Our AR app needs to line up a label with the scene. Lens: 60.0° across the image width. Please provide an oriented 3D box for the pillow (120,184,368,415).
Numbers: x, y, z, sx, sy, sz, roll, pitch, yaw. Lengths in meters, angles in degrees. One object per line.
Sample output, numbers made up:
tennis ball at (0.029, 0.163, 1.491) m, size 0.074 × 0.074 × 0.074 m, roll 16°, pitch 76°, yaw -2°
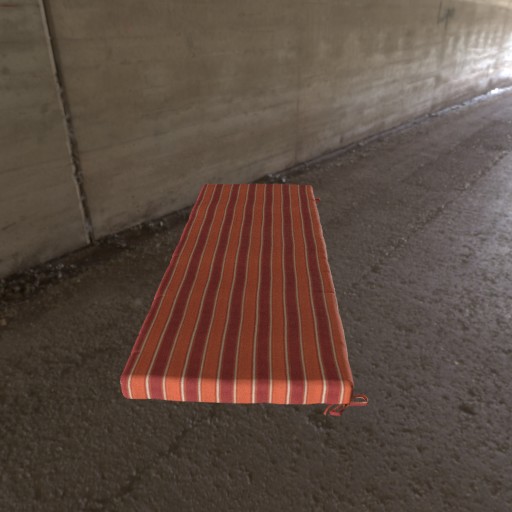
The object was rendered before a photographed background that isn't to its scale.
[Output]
pillow at (0.000, 0.000, 1.359) m, size 0.492 × 0.081 × 1.187 m, roll 1°, pitch 28°, yaw 2°
